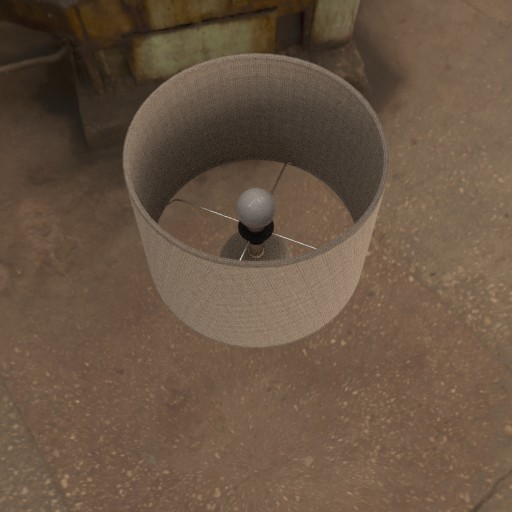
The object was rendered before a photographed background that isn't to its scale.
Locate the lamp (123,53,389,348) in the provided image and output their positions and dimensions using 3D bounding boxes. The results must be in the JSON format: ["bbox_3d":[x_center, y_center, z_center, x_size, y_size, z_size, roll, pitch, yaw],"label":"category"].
[{"bbox_3d":[0.000,0.000,0.807,0.367,0.609,0.367,0,64,0],"label":"lamp"}]
